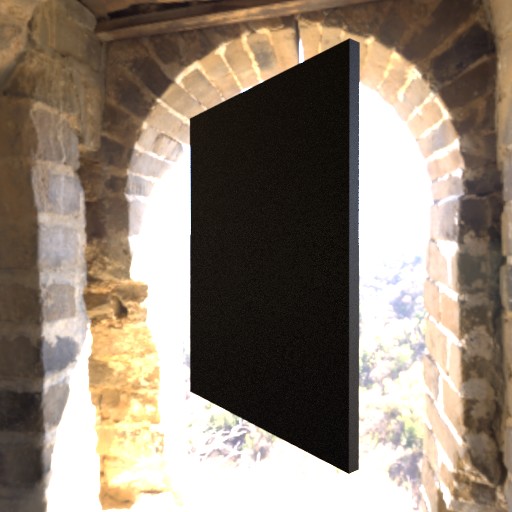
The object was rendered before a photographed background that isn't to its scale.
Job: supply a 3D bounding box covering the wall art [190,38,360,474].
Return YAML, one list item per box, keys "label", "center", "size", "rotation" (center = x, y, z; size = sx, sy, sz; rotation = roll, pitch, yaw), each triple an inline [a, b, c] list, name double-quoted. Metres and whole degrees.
- label: "wall art"
  center: [0.000, 0.000, 1.412]
  size: [0.038, 1.062, 0.806]
  rotation: [0, 1, -37]
